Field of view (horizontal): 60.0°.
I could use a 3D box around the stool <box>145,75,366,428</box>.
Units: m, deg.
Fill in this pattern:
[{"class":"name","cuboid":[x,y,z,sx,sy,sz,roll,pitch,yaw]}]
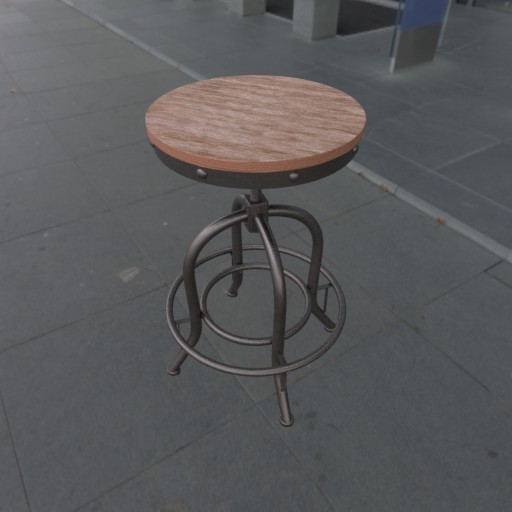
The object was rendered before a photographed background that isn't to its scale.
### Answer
[{"class":"stool","cuboid":[0.000,0.000,0.907,0.439,0.609,0.439,-12,41,-14]}]
